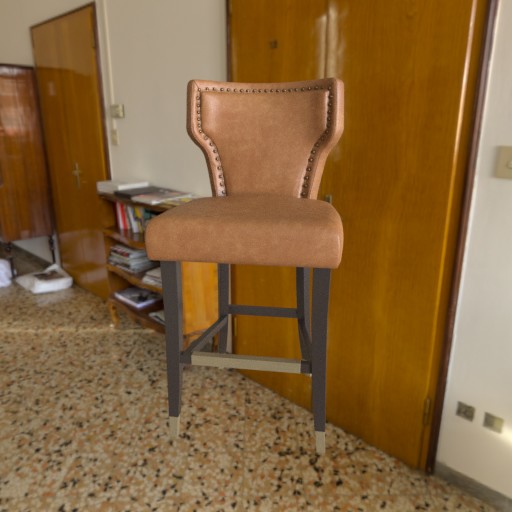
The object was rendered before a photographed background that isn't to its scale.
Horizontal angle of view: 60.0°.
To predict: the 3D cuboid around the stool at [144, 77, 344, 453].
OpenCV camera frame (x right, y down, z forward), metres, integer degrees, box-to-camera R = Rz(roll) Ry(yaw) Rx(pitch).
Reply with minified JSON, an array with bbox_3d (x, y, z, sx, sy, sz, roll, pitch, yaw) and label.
[{"bbox_3d":[0.000,0.000,1.420,0.526,1.092,0.563,3,17,8],"label":"stool"}]
